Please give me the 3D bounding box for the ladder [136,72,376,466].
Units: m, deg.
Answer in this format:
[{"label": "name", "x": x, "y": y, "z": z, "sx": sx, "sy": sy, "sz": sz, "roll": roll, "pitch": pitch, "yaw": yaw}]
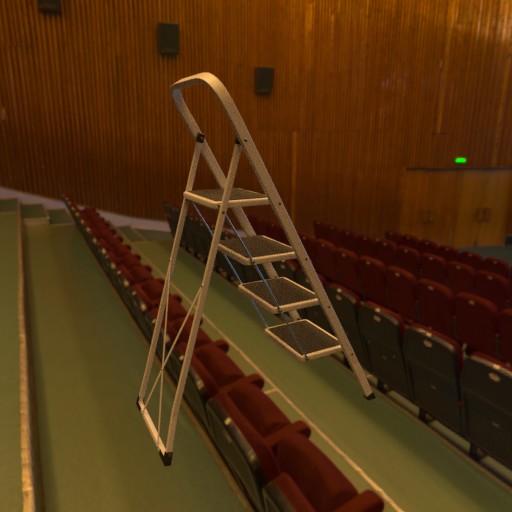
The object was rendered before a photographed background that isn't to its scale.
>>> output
[{"label": "ladder", "x": 0.000, "y": 0.000, "z": 1.704, "sx": 0.914, "sy": 1.265, "sz": 0.460, "roll": -8, "pitch": 18, "yaw": -27}]
